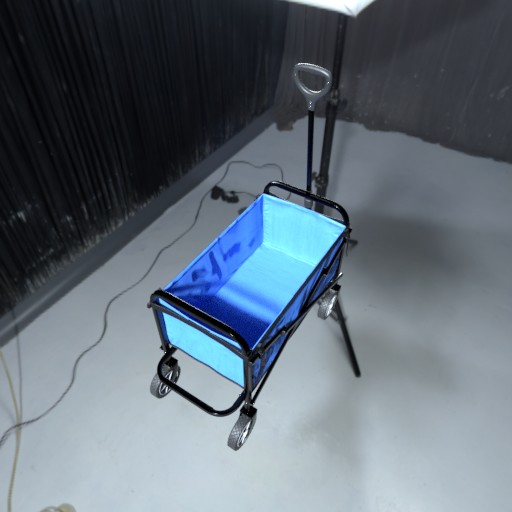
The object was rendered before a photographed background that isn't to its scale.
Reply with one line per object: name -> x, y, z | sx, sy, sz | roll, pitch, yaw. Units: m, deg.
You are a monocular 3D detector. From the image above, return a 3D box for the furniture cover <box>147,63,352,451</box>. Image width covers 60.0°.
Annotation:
furniture cover -> 0.000, 0.000, 1.814 | 0.532, 1.295, 1.038 | 25, 51, 22
